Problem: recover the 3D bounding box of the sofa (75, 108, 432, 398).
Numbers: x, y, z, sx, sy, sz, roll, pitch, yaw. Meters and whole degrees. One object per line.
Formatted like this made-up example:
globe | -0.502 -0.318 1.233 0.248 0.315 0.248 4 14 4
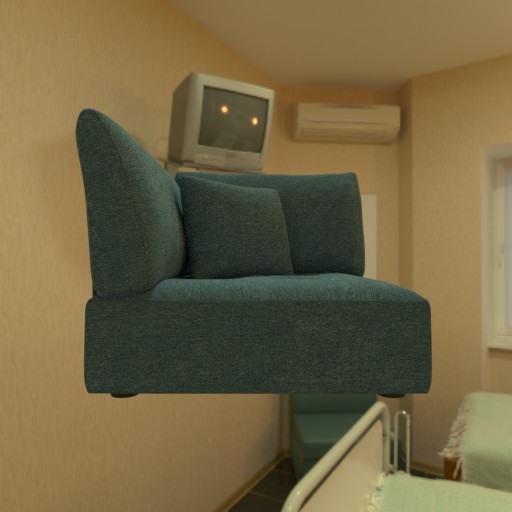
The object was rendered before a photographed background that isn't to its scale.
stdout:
sofa | 0.000 0.000 1.686 1.000 0.820 1.000 0 0 0
